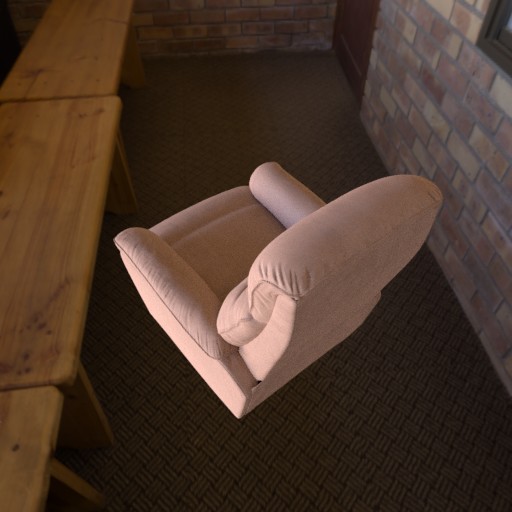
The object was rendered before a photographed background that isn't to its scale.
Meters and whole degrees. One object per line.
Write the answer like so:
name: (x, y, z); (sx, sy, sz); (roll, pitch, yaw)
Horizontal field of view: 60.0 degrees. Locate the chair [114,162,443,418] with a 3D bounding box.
chair: (0.000, 0.000, 1.726); (0.820, 1.037, 1.004); (-30, 54, -25)
